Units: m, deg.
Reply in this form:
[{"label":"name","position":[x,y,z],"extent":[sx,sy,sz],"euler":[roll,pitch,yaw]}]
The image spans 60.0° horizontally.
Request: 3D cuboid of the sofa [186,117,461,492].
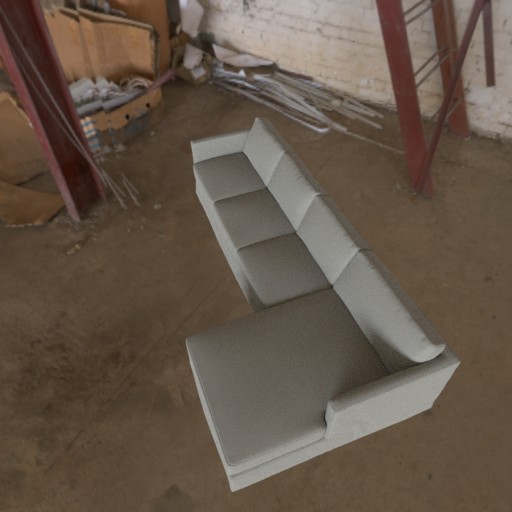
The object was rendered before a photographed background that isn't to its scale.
[{"label":"sofa","position":[0.000,0.000,3.839],"extent":[1.622,0.867,3.177],"euler":[-16,49,-15]}]
